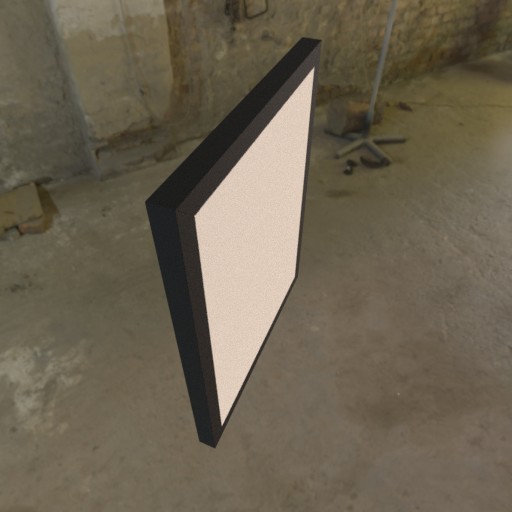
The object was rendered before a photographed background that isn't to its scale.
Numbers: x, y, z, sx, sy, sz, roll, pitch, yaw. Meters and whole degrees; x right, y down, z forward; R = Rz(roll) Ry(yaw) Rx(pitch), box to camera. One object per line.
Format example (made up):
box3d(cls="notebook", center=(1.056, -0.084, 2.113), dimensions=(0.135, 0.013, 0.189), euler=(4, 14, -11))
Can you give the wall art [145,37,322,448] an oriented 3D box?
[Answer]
box3d(cls="wall art", center=(0.000, 0.000, 0.546), dimensions=(0.024, 0.404, 0.329), euler=(17, 48, 16))
